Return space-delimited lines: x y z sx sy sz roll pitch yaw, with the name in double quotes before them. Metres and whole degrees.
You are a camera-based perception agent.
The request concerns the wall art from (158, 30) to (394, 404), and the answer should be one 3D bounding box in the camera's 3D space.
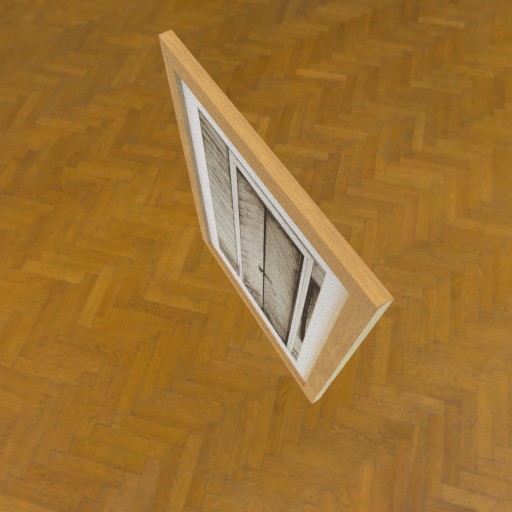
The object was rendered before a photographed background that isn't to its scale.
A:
"wall art" 0.000 0.000 0.756 0.020 0.561 0.460 -29 67 -14
